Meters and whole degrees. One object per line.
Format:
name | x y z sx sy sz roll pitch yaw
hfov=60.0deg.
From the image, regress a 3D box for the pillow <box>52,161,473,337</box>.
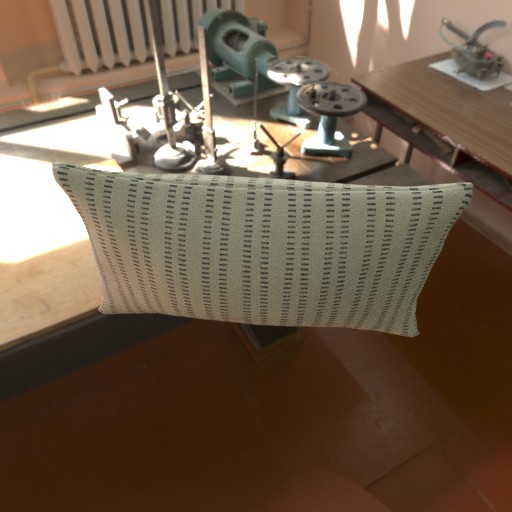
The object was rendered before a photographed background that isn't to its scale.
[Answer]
pillow | 0.000 0.000 0.781 0.640 0.353 0.210 4 44 4
